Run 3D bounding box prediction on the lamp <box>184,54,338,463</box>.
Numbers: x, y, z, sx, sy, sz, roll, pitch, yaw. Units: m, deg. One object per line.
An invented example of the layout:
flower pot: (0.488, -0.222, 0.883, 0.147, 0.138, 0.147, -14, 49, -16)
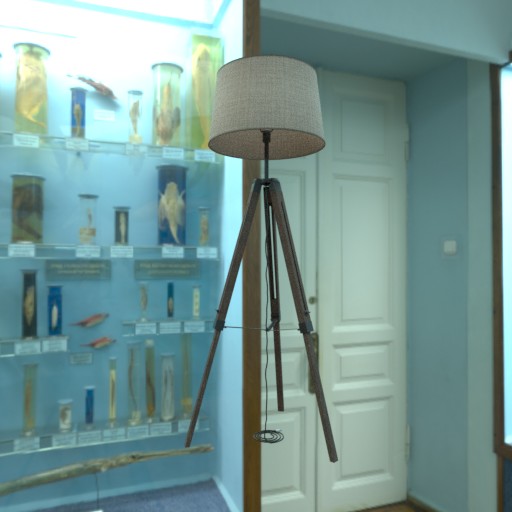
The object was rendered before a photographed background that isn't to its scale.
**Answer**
lamp: (0.000, 0.000, 1.848, 0.587, 1.510, 0.604, 0, -1, -18)
